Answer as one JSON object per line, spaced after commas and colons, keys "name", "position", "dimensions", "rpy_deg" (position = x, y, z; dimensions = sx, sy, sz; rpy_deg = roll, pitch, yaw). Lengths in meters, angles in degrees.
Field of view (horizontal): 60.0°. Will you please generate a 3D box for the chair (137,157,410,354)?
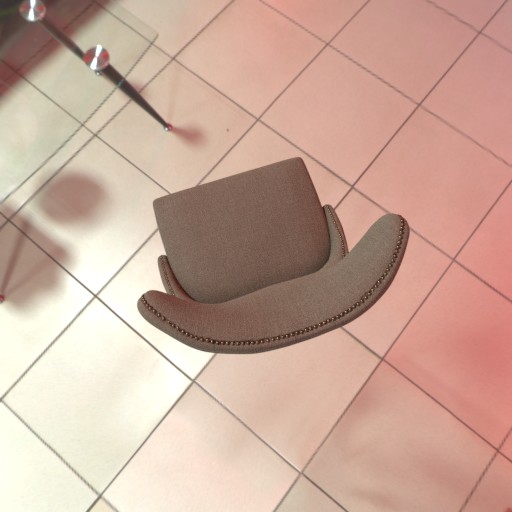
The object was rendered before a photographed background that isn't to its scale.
{"name": "chair", "position": [0.000, 0.000, 1.408], "dimensions": [0.628, 0.967, 0.635], "rpy_deg": [-17, 75, -5]}
